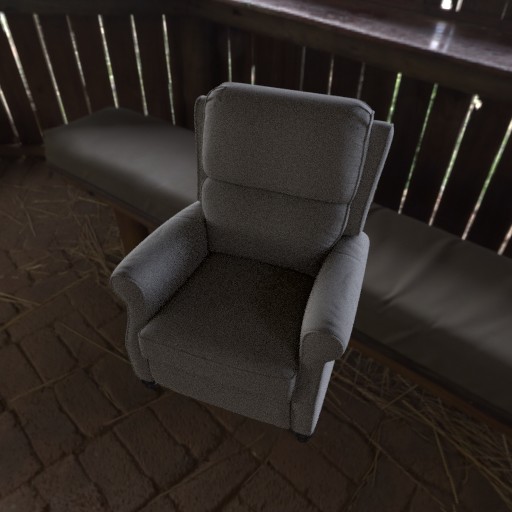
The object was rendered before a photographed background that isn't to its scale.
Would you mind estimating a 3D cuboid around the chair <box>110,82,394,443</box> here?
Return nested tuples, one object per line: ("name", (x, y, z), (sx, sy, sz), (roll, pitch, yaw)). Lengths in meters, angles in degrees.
("chair", (0.000, 0.000, 1.756), (0.859, 1.046, 0.919), (14, 43, 15))
